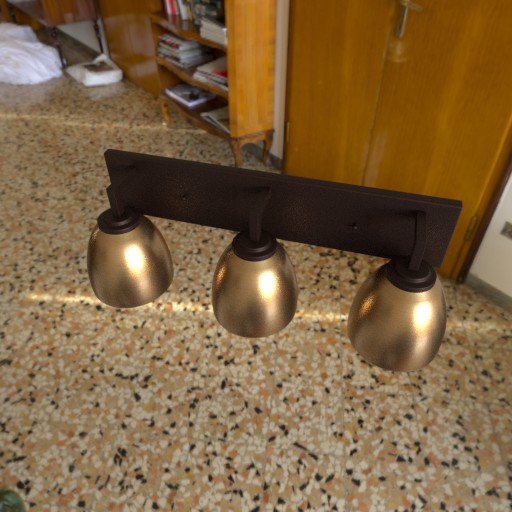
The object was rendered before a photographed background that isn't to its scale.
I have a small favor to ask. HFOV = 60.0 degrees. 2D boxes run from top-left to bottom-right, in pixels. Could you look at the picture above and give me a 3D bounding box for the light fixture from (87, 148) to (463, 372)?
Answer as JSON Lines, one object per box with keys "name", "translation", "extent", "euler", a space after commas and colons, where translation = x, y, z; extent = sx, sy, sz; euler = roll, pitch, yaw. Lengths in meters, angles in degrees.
{"name": "light fixture", "translation": [0.000, 0.000, 0.672], "extent": [0.582, 0.204, 0.157], "euler": [11, 42, 12]}
